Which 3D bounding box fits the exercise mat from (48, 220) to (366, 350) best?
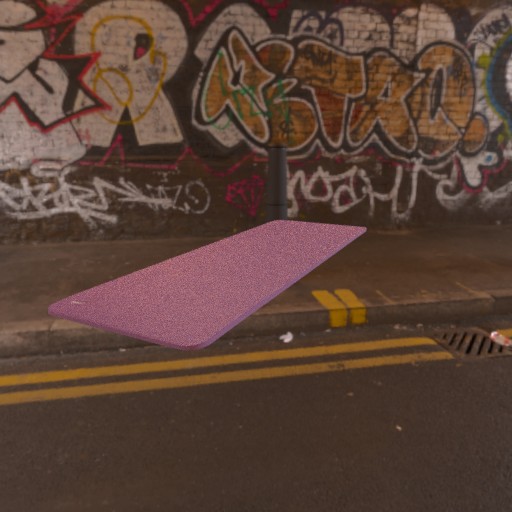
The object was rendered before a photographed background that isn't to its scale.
[{"bbox_3d":[0.000,0.000,2.095,0.616,0.021,1.869,7,16,26],"label":"exercise mat"}]
